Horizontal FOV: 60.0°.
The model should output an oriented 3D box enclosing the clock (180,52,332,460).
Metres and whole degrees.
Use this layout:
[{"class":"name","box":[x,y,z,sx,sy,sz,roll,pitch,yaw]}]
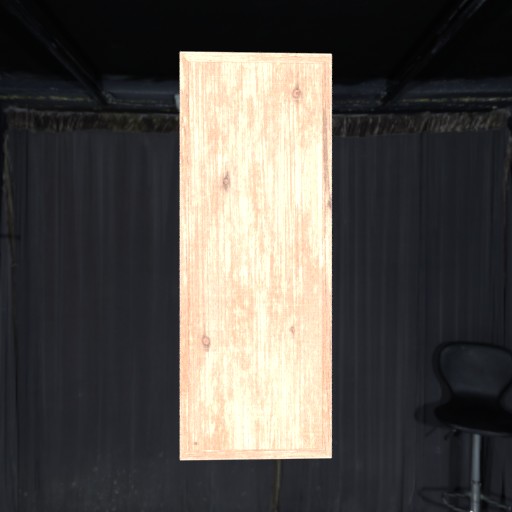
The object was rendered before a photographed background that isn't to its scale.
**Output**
[{"class":"clock","box":[0.000,0.000,1.067,0.361,0.965,0.030,0,0,-2]}]
